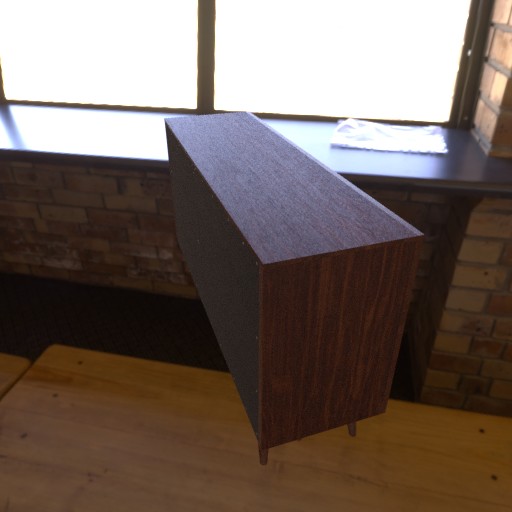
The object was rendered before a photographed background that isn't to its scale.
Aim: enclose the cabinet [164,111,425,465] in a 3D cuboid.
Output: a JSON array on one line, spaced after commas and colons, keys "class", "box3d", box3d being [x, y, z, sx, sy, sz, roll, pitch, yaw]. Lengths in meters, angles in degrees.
[{"class": "cabinet", "box3d": [0.000, 0.000, 2.062, 0.505, 0.940, 1.575, -10, 32, -16]}]
